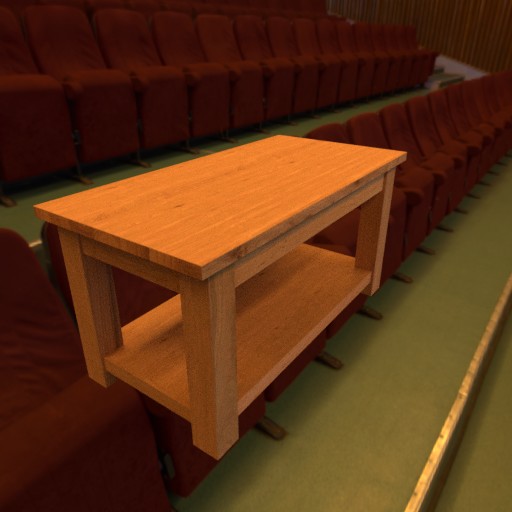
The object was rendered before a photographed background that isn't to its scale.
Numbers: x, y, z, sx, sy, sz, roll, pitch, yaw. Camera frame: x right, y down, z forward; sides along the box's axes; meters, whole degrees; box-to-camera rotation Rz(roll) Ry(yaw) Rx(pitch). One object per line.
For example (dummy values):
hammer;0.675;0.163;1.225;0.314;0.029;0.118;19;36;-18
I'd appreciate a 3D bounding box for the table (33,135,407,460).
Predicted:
table;0.000;0.000;1.193;0.450;0.452;0.899;17;31;32
